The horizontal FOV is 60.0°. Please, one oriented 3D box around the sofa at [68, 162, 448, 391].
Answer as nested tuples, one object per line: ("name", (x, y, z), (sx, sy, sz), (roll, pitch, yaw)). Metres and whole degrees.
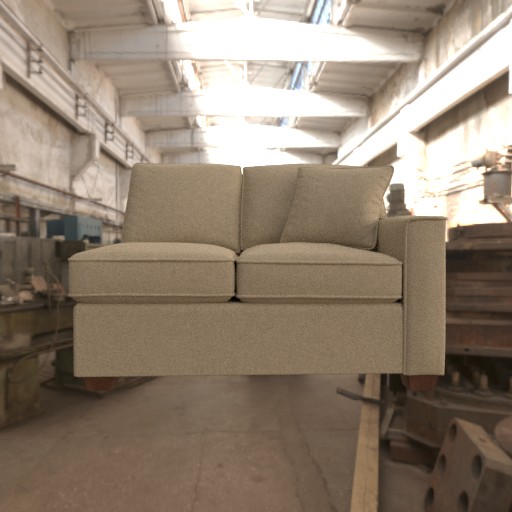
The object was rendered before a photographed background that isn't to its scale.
("sofa", (0.000, 0.000, 2.063), (1.388, 0.989, 0.991), (0, 1, 0))
